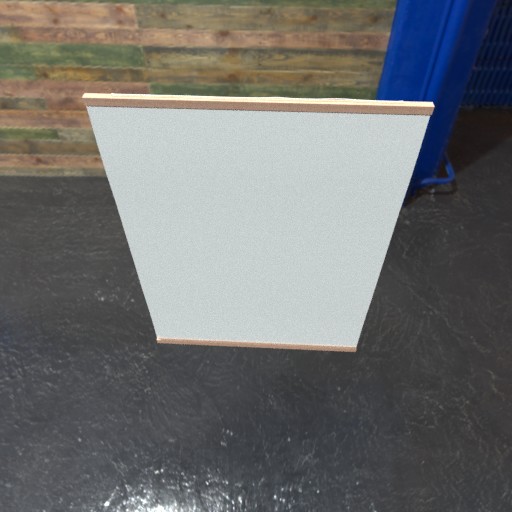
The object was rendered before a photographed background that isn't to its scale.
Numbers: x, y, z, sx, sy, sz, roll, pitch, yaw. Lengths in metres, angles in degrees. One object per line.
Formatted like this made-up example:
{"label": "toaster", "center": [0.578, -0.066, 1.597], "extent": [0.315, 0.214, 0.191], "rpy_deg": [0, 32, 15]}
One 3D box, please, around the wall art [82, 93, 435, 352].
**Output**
{"label": "wall art", "center": [0.000, 0.000, 1.326], "extent": [0.758, 1.013, 0.020], "rpy_deg": [2, 48, 2]}
